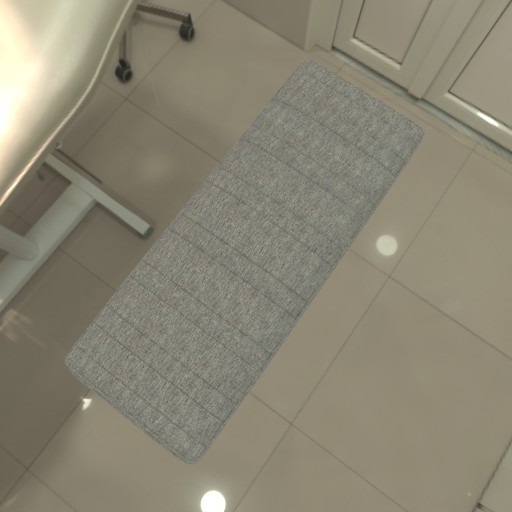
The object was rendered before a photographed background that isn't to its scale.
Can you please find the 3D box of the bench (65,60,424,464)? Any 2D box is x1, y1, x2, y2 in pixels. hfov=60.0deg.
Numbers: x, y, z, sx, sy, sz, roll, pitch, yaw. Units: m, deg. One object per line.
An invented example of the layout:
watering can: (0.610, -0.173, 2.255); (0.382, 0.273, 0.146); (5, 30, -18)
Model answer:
bench: (0.000, 0.000, 1.354); (0.429, 0.470, 1.100); (35, 79, 8)
